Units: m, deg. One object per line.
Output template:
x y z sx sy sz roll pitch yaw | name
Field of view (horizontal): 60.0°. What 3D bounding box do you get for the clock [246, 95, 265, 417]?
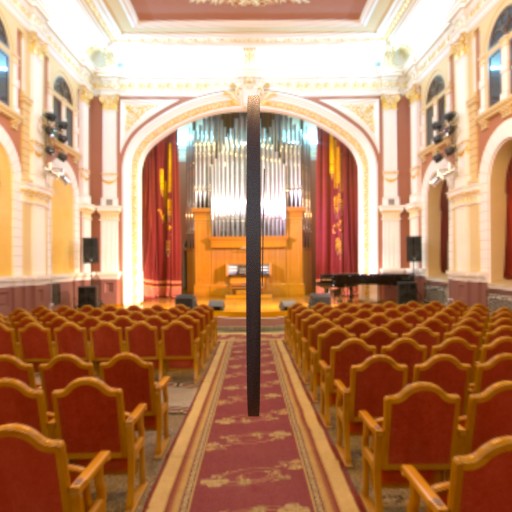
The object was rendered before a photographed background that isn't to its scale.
0.000 0.000 0.875 0.029 0.595 0.595 0 -1 0 | clock
